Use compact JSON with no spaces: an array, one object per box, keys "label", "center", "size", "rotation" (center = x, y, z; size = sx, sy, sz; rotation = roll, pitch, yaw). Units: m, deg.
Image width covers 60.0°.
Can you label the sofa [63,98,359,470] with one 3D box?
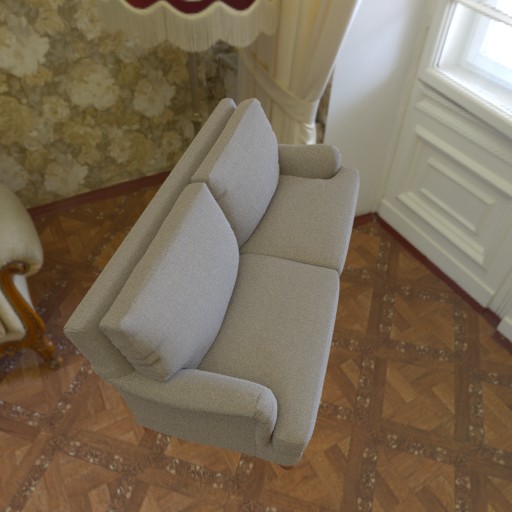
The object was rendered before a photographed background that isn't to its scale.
[{"label":"sofa","center":[0.000,0.000,2.732],"size":[1.087,1.054,2.160],"rotation":[11,47,11]}]
